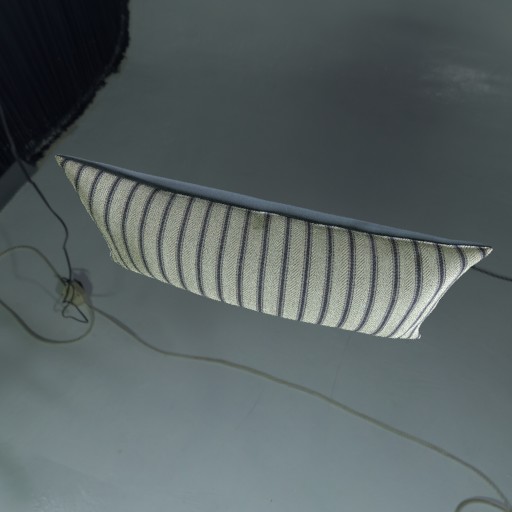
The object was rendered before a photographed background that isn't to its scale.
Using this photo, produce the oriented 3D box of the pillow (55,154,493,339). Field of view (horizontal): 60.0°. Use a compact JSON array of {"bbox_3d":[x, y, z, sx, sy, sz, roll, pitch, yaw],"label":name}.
[{"bbox_3d":[0.000,0.000,0.718,0.609,0.305,0.151,14,58,9],"label":"pillow"}]
